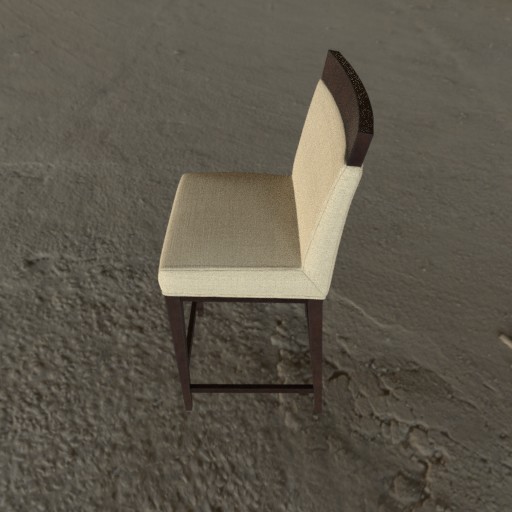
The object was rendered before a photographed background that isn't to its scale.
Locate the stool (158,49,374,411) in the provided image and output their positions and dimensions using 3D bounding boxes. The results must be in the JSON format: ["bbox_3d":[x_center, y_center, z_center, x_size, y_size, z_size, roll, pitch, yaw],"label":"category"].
[{"bbox_3d":[0.000,0.000,1.438,0.531,1.117,0.511,0,42,0],"label":"stool"}]
